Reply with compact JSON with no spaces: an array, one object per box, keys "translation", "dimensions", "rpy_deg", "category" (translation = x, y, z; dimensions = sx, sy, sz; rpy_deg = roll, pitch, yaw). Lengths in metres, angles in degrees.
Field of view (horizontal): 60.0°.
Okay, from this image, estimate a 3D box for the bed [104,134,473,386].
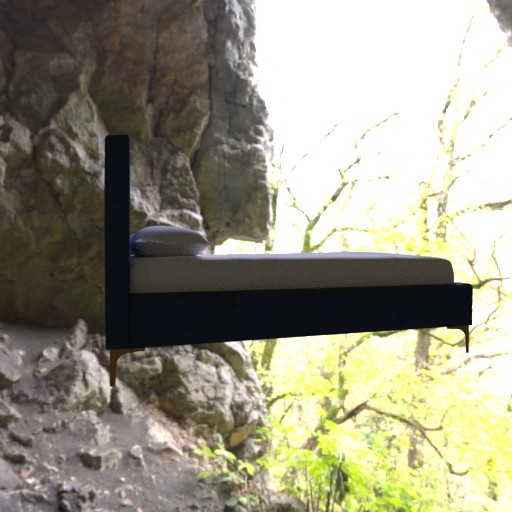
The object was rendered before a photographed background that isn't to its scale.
[{"translation":[0.000,0.000,3.457],"dimensions":[2.232,1.231,2.096],"rpy_deg":[0,1,-19],"category":"bed"}]
